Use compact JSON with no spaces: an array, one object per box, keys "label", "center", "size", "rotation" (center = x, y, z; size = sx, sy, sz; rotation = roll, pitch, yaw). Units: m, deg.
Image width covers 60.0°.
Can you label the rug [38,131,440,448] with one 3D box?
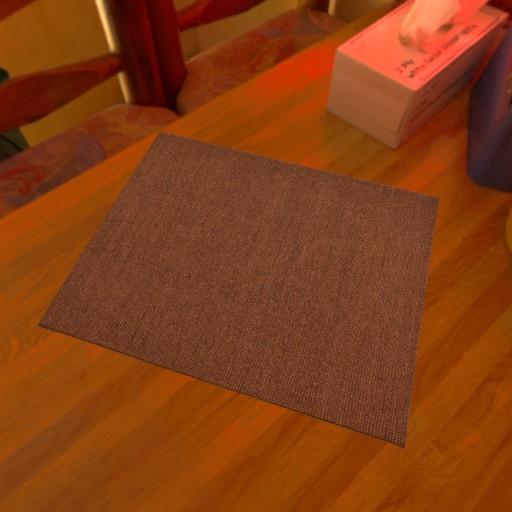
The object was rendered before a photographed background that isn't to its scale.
[{"label":"rug","center":[0.000,0.000,4.068],"size":[3.068,0.021,2.456],"rotation":[15,59,9]}]
